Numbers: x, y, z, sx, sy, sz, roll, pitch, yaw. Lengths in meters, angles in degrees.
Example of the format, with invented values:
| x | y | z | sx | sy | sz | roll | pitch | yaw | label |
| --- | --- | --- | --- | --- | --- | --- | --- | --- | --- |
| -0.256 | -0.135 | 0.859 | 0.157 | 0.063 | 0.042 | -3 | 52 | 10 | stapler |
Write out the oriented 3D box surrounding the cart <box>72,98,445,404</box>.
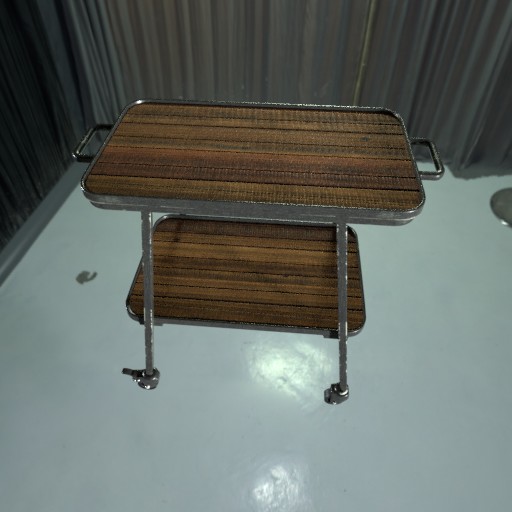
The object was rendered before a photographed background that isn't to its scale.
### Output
| x | y | z | sx | sy | sz | roll | pitch | yaw | label |
| --- | --- | --- | --- | --- | --- | --- | --- | --- | --- |
| 0.000 | 0.000 | 1.236 | 0.806 | 0.700 | 0.515 | 4 | 46 | 3 | cart |
